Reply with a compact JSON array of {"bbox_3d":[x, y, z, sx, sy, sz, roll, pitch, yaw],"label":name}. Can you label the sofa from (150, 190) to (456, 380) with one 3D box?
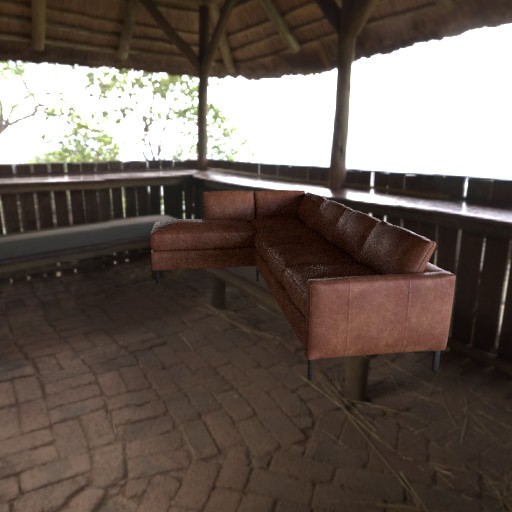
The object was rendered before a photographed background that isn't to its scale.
[{"bbox_3d":[0.000,0.000,3.944,1.938,0.877,2.984,-2,15,-9],"label":"sofa"}]
